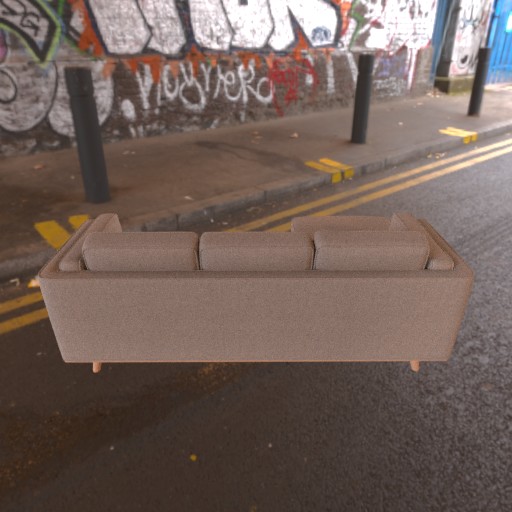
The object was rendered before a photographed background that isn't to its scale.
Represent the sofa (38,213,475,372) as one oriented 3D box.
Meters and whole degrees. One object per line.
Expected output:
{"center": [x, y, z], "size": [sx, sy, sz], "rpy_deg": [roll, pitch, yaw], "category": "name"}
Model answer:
{"center": [0.000, 0.000, 3.204], "size": [2.411, 0.929, 1.604], "rpy_deg": [0, 26, 0], "category": "sofa"}
